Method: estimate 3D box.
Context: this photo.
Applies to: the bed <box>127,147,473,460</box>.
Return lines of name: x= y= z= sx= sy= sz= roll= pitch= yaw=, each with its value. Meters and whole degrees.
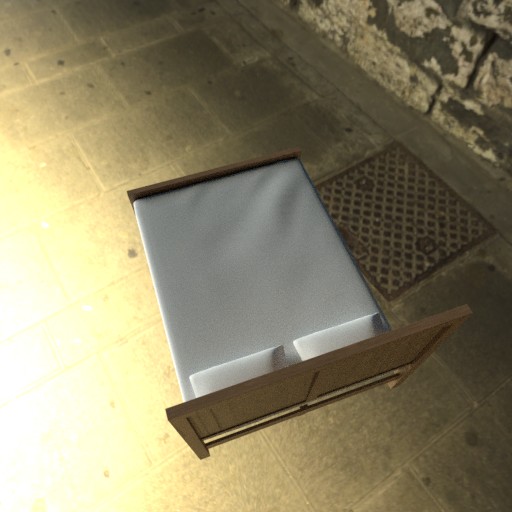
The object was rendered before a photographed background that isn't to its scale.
bed: x=0.000 y=0.000 z=3.273 sx=1.606 sy=1.387 sz=2.184 roll=-17 pitch=60 yaw=-10
